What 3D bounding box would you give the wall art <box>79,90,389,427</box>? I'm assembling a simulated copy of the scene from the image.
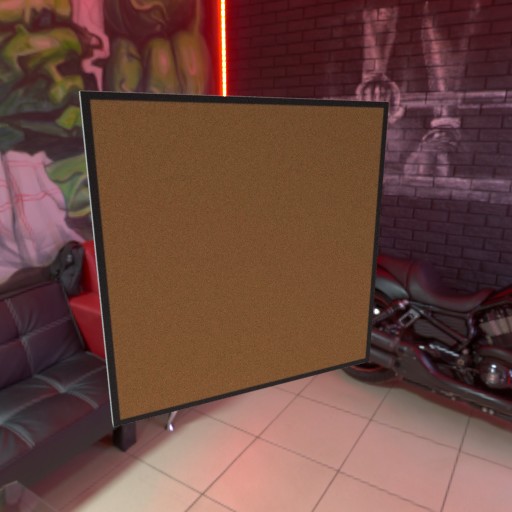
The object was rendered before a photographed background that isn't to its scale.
[{"bbox_3d":[0.000,0.000,1.188,0.805,0.803,0.022,-7,17,-24],"label":"wall art"}]
